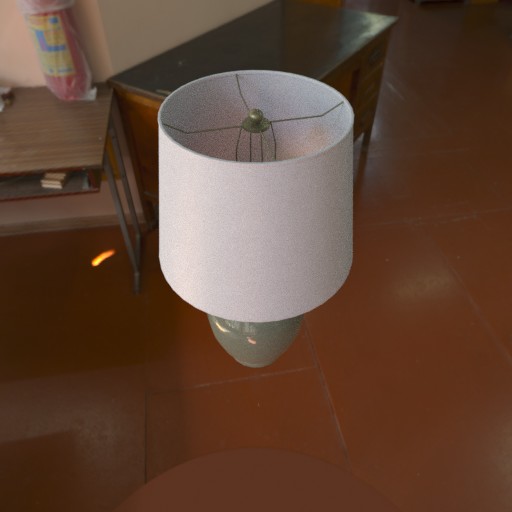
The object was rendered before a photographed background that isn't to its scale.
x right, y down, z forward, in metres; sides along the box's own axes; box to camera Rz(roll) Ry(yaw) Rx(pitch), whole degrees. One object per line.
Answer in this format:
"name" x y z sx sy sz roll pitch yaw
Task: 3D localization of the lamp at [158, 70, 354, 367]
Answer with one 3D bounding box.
"lamp" 0.000 0.000 0.569 0.239 0.399 0.239 0 45 0
